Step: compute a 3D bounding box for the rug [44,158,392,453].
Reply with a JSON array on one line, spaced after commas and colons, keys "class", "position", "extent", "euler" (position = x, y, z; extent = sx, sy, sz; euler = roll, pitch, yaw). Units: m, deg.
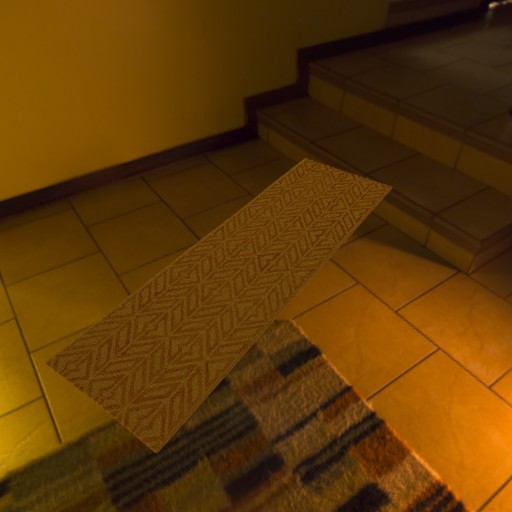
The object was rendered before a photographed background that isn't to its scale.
[{"class": "rug", "position": [0.000, 0.000, 2.697], "extent": [0.750, 0.009, 2.435], "euler": [25, 47, 26]}]
